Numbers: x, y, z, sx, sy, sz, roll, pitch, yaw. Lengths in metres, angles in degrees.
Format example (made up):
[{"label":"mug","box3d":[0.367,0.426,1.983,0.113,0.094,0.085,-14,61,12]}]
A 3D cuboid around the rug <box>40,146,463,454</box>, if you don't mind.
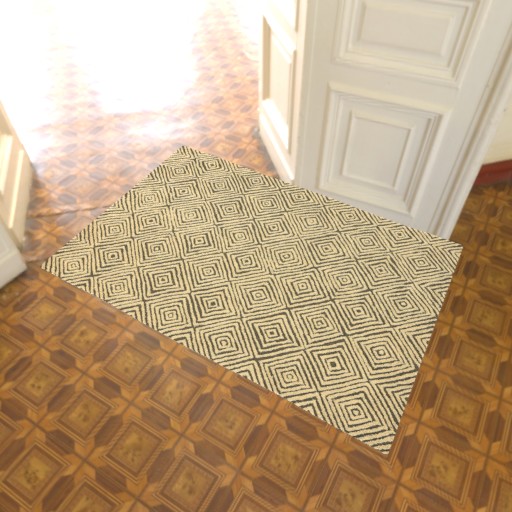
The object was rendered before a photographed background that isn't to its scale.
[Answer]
[{"label":"rug","box3d":[0.000,0.000,2.197,1.750,0.004,1.177,23,52,19]}]
